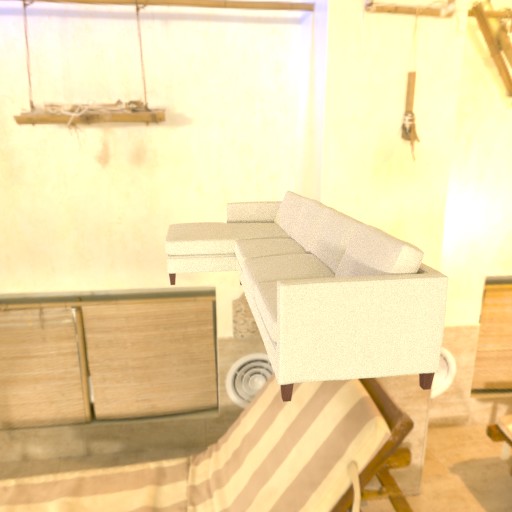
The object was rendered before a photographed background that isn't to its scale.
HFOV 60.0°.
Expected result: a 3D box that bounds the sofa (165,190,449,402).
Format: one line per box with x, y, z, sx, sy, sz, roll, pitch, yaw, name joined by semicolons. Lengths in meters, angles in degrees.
0.000;0.000;3.820;1.625;0.846;3.186;-2;15;-8;sofa
